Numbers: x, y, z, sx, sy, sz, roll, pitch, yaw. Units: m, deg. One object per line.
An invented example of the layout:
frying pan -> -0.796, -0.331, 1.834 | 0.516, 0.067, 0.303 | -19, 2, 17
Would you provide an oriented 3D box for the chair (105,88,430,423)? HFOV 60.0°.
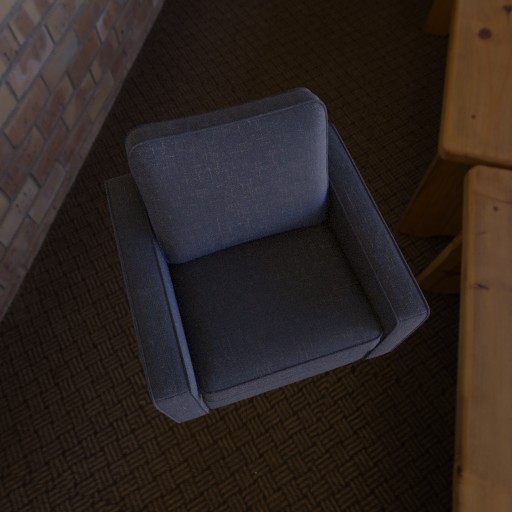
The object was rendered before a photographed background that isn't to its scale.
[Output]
chair -> 0.000, 0.000, 1.752 | 1.017, 0.919, 0.940 | -16, 65, -8
